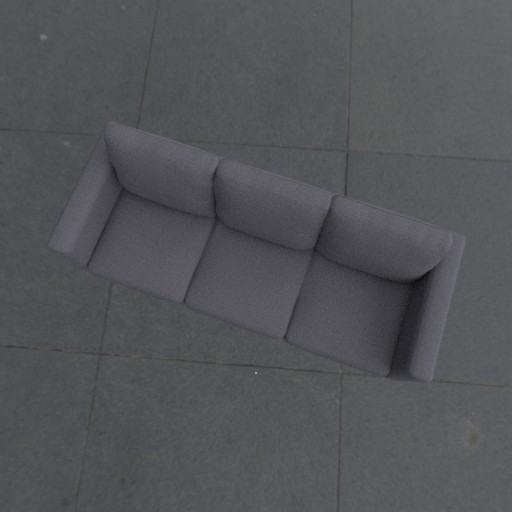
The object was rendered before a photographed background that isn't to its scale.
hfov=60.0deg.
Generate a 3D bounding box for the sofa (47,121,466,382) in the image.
[{"bbox_3d":[0.000,0.000,2.496,2.029,0.912,0.802,19,76,5],"label":"sofa"}]
